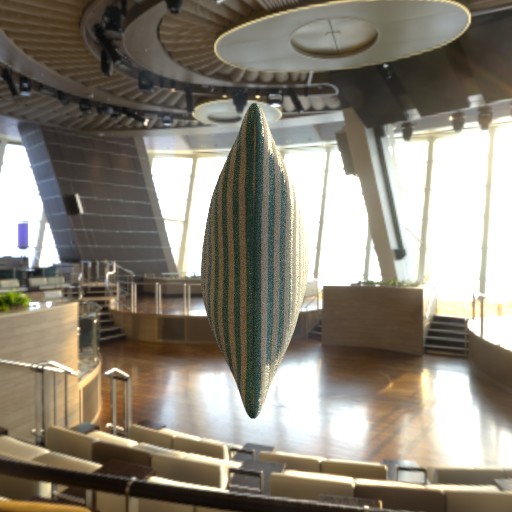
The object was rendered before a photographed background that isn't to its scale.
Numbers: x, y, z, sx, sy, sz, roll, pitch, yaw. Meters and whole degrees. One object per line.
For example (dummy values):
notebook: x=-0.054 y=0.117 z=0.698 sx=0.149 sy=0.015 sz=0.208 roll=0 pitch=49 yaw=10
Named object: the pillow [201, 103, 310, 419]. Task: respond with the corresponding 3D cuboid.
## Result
pillow: x=0.000 y=0.000 z=0.714 sx=0.151 sy=0.295 sz=0.617 roll=0 pitch=1 yaw=0
